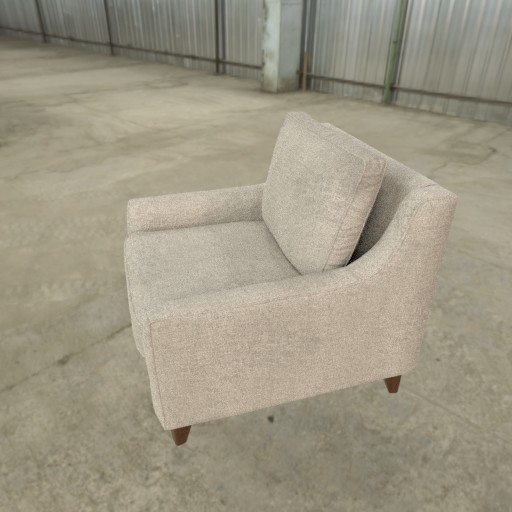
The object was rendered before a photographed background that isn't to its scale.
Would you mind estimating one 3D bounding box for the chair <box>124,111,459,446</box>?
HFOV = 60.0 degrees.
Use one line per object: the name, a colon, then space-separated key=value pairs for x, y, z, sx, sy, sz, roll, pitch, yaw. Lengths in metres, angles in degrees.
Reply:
chair: x=0.000 y=0.000 z=1.595 sx=0.918 sy=0.864 sz=0.838 roll=-9 pitch=32 yaw=-15
